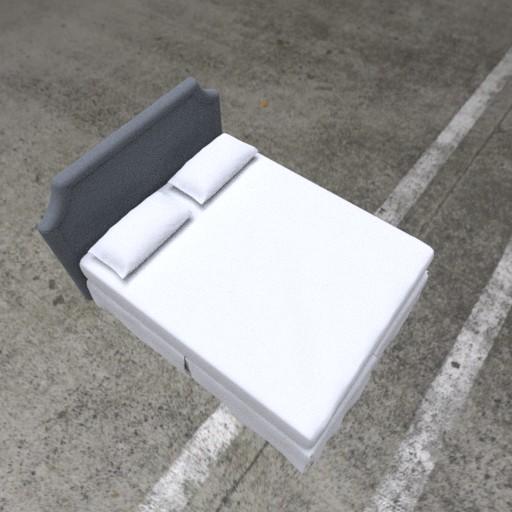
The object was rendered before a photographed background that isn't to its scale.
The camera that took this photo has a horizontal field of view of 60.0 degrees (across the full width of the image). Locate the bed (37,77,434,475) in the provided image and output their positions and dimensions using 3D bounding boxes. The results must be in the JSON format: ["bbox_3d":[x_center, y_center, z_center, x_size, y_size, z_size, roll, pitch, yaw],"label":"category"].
[{"bbox_3d":[0.000,0.000,3.239,2.259,1.296,1.811,33,63,19],"label":"bed"}]
